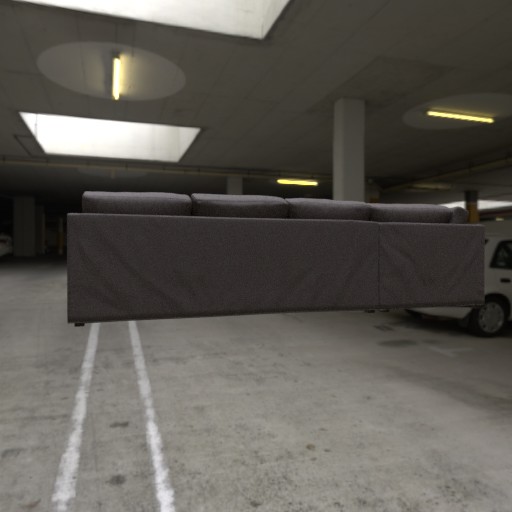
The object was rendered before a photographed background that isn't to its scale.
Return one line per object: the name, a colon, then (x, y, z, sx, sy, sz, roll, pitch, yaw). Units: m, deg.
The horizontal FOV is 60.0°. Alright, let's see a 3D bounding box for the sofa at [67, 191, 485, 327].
sofa: (0.000, 0.000, 4.272, 3.182, 0.871, 2.432, 0, 0, -18)
